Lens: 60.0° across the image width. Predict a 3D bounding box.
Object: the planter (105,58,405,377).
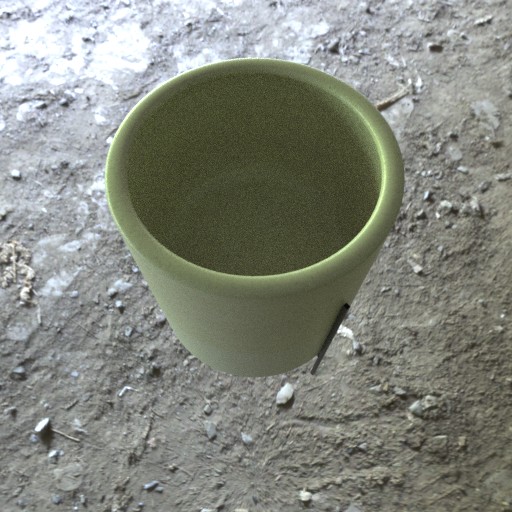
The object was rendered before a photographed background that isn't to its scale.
[{"bbox_3d":[0.000,0.000,0.695,0.324,0.483,0.333,17,64,8],"label":"planter"}]
